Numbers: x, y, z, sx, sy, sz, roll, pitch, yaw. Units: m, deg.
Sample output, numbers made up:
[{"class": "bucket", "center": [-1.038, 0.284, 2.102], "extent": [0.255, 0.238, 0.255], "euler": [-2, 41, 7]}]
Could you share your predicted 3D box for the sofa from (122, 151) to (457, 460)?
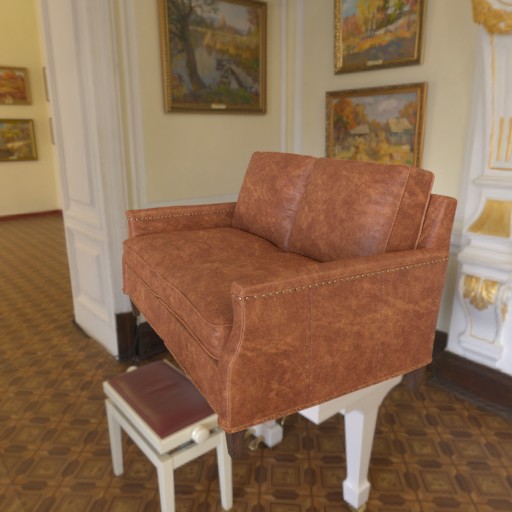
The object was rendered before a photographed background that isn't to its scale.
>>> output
[{"class": "sofa", "center": [0.000, 0.000, 2.283], "extent": [1.084, 1.003, 1.597], "euler": [-8, 18, -27]}]
